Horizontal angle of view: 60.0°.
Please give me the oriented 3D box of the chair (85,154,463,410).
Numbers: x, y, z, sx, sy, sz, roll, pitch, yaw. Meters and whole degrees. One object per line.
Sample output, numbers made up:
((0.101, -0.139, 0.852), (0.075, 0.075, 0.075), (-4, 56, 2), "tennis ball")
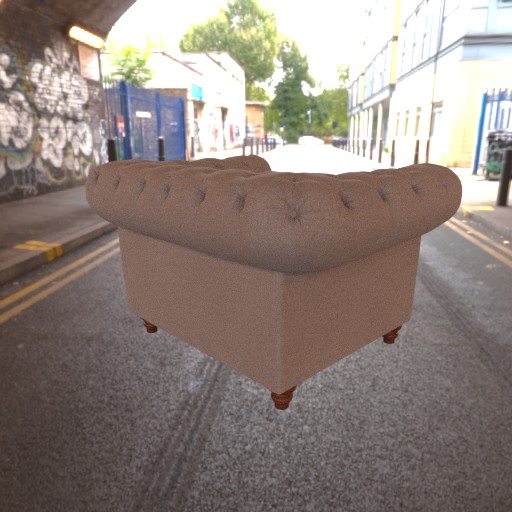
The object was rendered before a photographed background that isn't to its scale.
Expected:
((0.000, 0.000, 1.834), (0.976, 0.770, 1.270), (-14, 21, -42), "chair")
